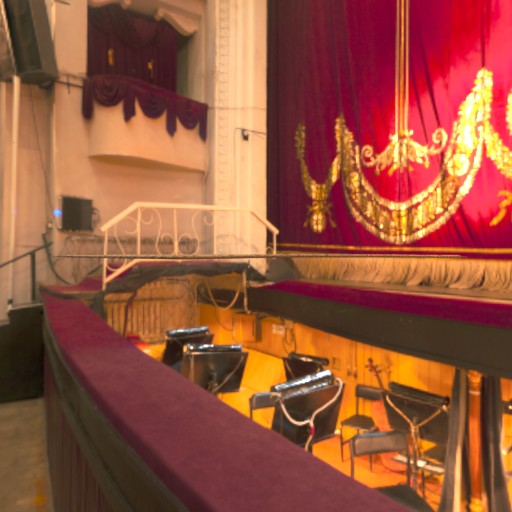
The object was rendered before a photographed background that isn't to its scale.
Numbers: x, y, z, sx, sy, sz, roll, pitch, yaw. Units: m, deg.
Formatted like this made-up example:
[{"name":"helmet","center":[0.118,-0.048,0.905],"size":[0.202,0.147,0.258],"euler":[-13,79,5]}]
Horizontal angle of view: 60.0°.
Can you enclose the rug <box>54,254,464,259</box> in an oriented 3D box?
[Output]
[{"name":"rug","center":[0.000,0.000,4.895],"size":[3.585,0.036,2.892],"euler":[0,0,-36]}]
